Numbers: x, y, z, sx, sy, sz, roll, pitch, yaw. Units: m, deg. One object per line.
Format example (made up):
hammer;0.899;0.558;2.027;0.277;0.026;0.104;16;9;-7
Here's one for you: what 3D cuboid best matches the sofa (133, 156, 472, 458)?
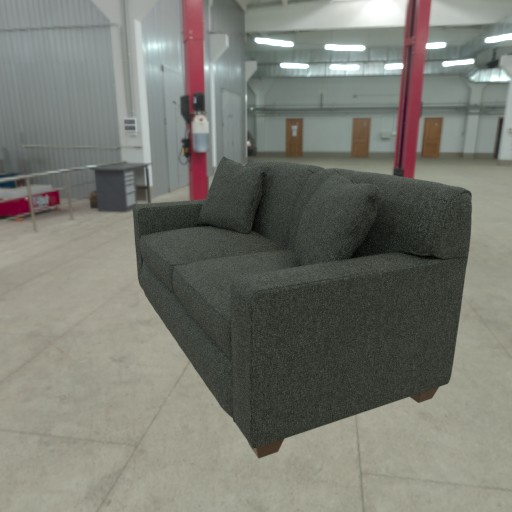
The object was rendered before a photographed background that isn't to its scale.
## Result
sofa;0.000;0.000;2.369;0.998;0.958;1.846;-8;18;-25
